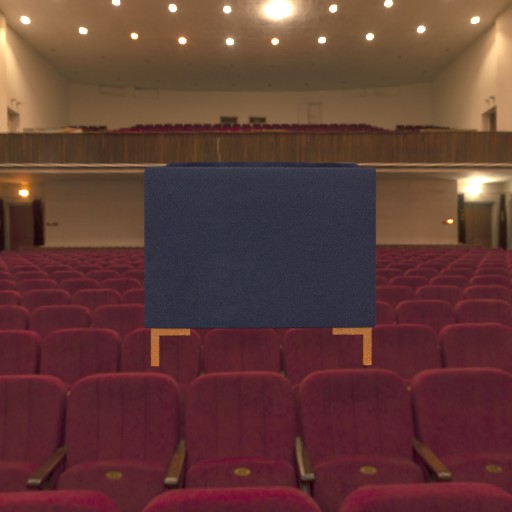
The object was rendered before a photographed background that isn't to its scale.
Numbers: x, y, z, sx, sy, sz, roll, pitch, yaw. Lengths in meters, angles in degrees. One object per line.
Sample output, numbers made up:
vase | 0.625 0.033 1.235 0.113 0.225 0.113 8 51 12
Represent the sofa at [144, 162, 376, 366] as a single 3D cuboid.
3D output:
sofa | 0.000 0.000 2.490 0.796 0.705 2.102 0 1 -1
